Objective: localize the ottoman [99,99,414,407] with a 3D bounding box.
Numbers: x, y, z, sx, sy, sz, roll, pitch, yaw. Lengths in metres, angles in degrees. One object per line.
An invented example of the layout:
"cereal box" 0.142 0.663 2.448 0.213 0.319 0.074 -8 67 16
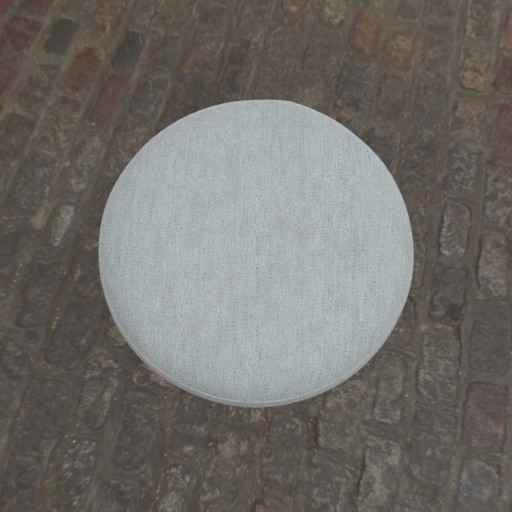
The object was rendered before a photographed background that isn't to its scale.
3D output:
"ottoman" 0.000 0.000 1.220 0.769 0.459 0.769 0 76 0
